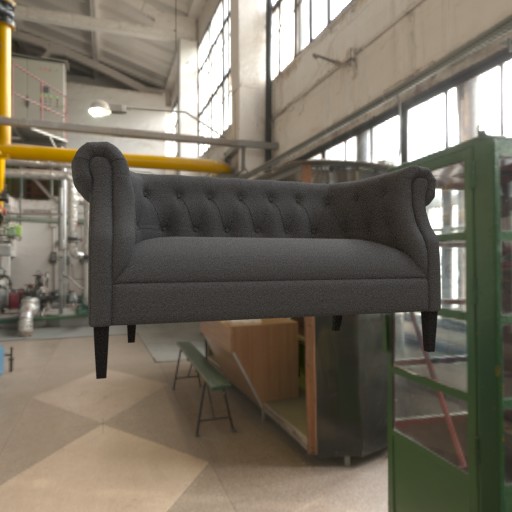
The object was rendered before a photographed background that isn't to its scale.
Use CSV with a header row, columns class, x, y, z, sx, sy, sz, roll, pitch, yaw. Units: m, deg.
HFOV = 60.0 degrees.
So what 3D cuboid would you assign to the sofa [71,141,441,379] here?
class,x,y,z,sx,sy,sz,roll,pitch,yaw
sofa,0.000,0.000,2.059,1.558,0.827,0.835,0,0,-18
